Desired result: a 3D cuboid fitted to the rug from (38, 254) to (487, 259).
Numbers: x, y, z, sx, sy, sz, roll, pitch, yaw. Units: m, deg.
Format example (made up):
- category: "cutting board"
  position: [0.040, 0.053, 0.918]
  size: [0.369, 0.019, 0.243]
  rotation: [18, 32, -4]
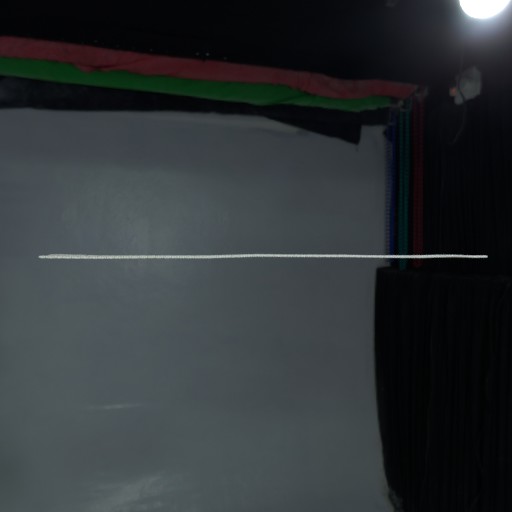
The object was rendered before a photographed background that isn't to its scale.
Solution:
- category: "rug"
  position: [0.000, 0.000, 1.040]
  size: [0.869, 0.008, 0.511]
  rotation: [0, 0, -19]
